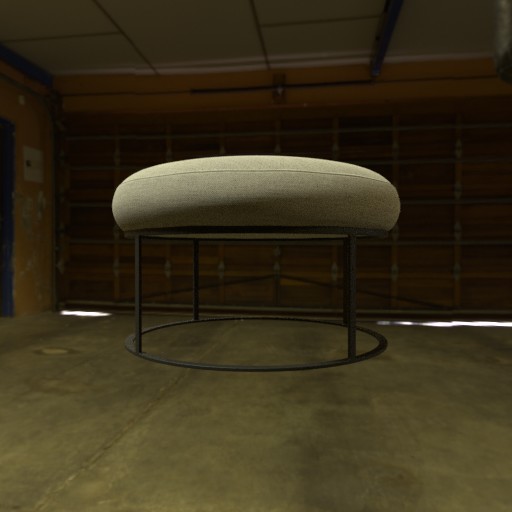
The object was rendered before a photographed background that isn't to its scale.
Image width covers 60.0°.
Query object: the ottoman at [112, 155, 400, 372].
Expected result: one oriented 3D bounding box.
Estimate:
[{"bbox_3d":[0.000,0.000,1.242,0.769,0.459,0.769,0,1,0],"label":"ottoman"}]
